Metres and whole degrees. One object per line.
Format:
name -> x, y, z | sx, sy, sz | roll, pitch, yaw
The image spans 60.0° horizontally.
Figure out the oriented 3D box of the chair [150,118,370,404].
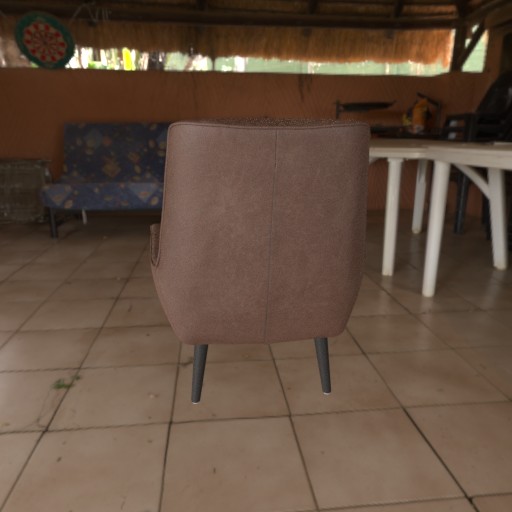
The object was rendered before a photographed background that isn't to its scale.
chair -> 0.000, 0.000, 1.532 | 0.787, 0.888, 0.824 | -2, 15, -7
